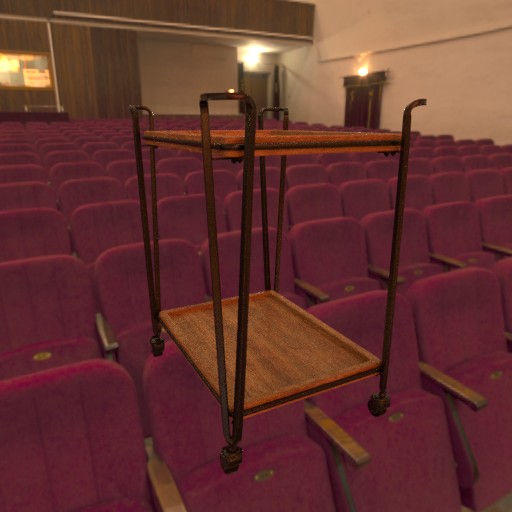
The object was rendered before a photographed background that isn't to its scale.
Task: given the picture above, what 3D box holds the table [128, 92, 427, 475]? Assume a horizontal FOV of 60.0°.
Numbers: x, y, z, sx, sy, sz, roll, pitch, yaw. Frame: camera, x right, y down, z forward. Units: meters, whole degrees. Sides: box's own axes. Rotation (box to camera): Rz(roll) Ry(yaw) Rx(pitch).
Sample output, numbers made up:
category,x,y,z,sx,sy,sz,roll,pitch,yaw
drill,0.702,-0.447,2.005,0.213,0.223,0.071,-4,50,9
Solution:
category,x,y,z,sx,sy,sz,roll,pitch,yaw
table,0.000,0.000,1.200,0.505,0.785,0.672,-9,19,-26
